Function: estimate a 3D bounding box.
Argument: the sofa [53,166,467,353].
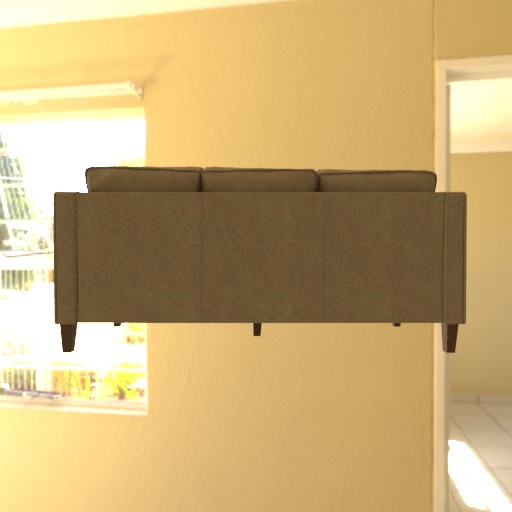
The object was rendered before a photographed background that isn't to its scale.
[{"bbox_3d":[0.000,0.000,3.358,2.317,1.081,1.858,0,0,-1],"label":"sofa"}]
